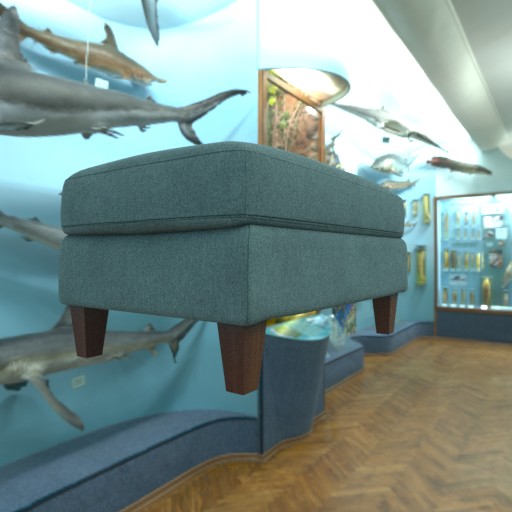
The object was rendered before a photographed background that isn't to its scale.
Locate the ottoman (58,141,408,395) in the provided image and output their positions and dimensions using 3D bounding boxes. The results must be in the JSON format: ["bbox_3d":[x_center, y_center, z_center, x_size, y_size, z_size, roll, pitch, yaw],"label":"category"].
[{"bbox_3d":[0.000,0.000,1.230,0.584,0.483,0.864,0,0,36],"label":"ottoman"}]
